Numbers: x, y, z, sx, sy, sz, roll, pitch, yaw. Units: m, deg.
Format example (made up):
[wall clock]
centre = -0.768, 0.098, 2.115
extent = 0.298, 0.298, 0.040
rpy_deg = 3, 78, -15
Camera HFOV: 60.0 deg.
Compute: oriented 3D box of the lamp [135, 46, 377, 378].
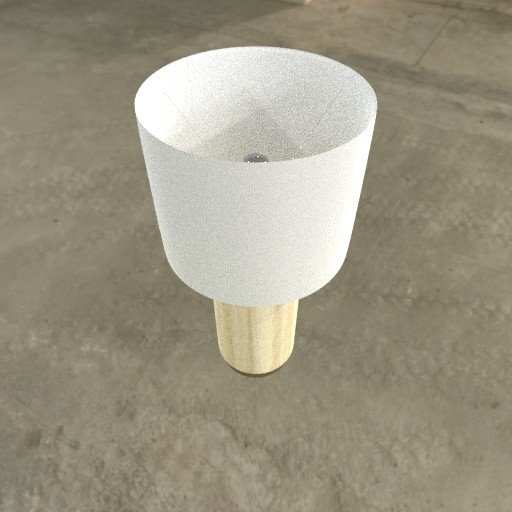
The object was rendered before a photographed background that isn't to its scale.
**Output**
[lamp]
centre = 0.000, 0.000, 0.580
extent = 0.228, 0.444, 0.228
rpy_deg = -25, 51, -22
